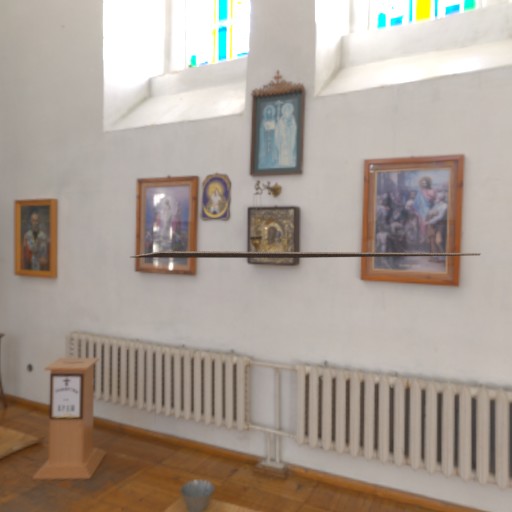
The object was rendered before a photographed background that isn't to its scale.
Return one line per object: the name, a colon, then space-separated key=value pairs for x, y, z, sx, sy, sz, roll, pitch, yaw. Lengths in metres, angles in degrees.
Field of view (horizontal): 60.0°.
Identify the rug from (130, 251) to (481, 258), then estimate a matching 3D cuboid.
rug: x=0.000 y=0.000 z=2.384 sx=1.219 sy=0.008 sz=1.829 roll=0 pitch=-1 yaw=-19
